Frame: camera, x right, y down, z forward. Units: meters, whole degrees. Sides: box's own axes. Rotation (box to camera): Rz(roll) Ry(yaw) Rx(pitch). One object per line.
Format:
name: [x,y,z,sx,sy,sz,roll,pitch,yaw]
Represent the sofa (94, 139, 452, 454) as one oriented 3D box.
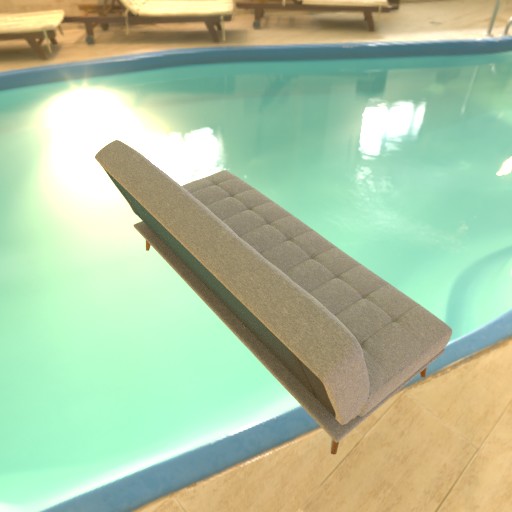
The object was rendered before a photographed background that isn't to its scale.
sofa: [0.000,0.000,2.285,0.860,0.810,1.800,-27,48,-28]
